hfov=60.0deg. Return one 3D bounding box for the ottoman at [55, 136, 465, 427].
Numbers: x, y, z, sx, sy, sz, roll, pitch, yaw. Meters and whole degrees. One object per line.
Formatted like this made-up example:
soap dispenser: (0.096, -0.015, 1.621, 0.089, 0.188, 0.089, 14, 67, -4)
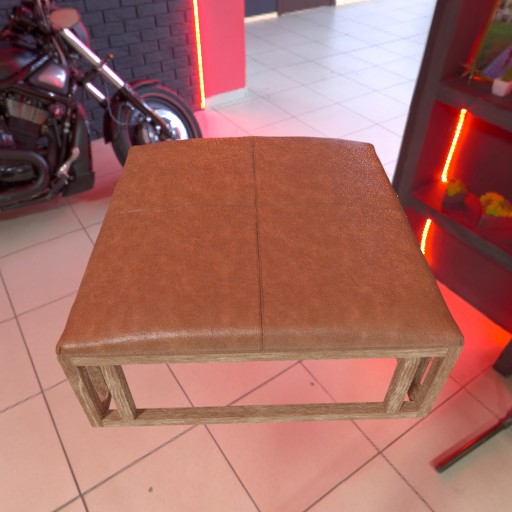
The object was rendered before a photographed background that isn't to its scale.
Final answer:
ottoman: (0.000, 0.000, 1.557, 1.013, 0.442, 1.016, -1, 42, -1)
